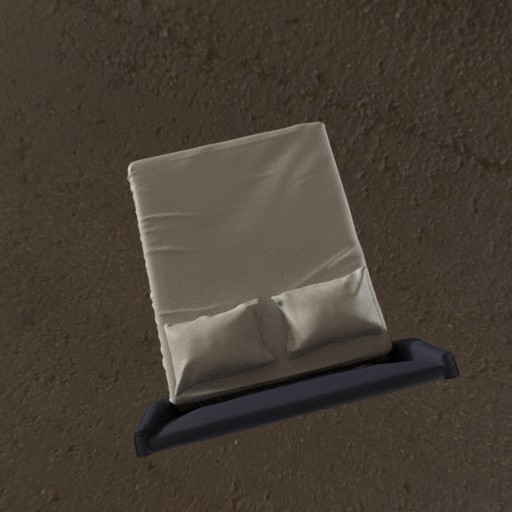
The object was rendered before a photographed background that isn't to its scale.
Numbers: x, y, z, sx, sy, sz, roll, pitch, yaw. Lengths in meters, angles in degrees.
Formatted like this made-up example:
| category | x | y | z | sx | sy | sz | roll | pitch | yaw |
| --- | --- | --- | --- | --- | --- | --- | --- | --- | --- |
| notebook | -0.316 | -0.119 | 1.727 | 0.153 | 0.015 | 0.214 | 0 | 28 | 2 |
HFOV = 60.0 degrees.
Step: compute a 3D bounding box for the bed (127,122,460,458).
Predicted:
| category | x | y | z | sx | sy | sz | roll | pitch | yaw |
| --- | --- | --- | --- | --- | --- | --- | --- | --- | --- |
| bed | 0.000 | 0.000 | 3.390 | 1.925 | 1.332 | 2.276 | -13 | 76 | -3 |
